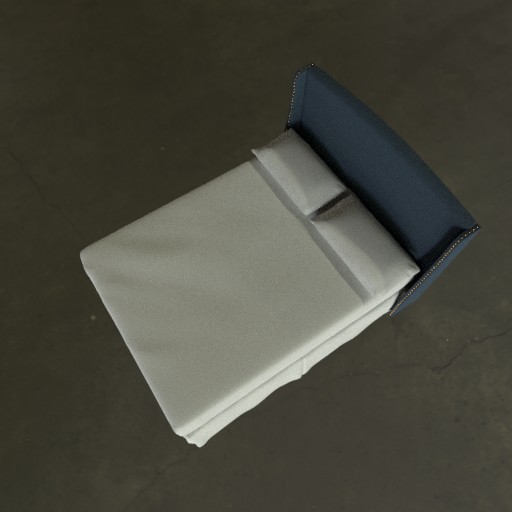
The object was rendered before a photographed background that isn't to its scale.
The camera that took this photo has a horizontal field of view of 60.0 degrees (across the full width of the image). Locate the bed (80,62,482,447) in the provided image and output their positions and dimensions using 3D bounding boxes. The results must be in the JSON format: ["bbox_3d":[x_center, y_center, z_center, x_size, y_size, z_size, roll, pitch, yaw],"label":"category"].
[{"bbox_3d":[0.000,0.000,3.292,2.237,1.407,1.710,-31,68,-14],"label":"bed"}]
